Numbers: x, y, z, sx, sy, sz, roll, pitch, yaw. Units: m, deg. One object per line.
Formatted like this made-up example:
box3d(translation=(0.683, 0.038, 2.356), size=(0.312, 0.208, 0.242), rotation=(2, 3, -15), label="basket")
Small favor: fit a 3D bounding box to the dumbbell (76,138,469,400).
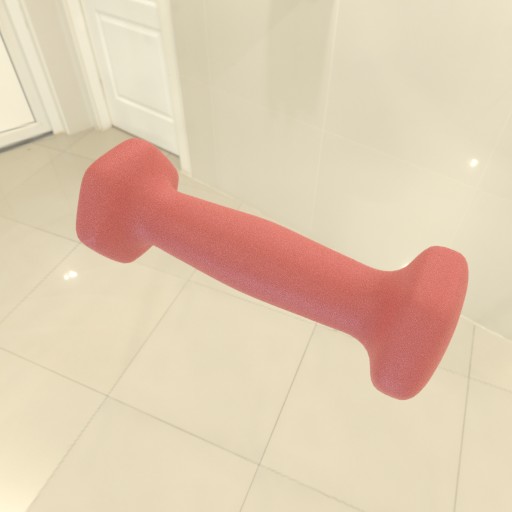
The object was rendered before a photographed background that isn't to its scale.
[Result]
box3d(translation=(0.000, 0.000, 0.143), size=(0.123, 0.043, 0.047), rotation=(23, 51, 20), label="dumbbell")
